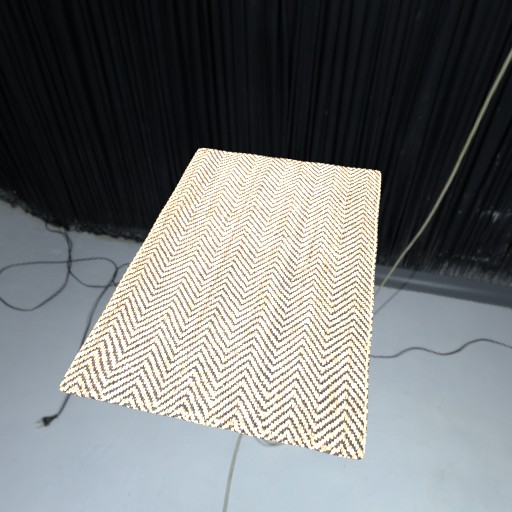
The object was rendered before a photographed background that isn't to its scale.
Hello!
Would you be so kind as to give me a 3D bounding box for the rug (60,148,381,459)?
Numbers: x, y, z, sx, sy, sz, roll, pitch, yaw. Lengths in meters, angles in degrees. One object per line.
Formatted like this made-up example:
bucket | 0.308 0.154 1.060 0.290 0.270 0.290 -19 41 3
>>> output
rug | 0.000 0.000 2.300 1.219 0.008 1.828 9 46 9
